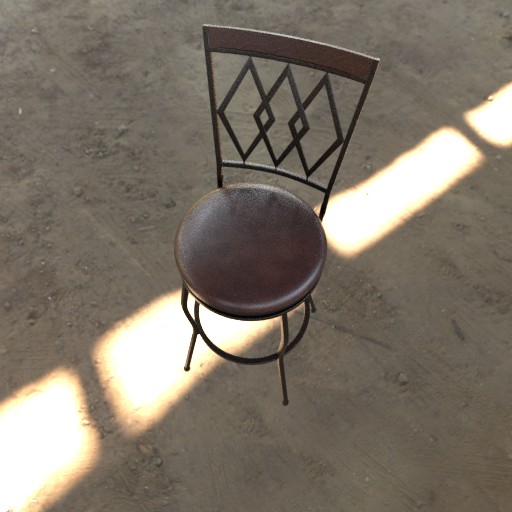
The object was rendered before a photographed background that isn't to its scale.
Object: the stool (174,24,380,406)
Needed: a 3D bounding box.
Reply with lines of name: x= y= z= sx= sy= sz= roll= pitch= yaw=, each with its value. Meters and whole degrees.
stool: x=0.000 y=0.000 z=1.360 sx=0.432 sy=1.134 sz=0.521 roll=16 pitch=59 yaw=10
